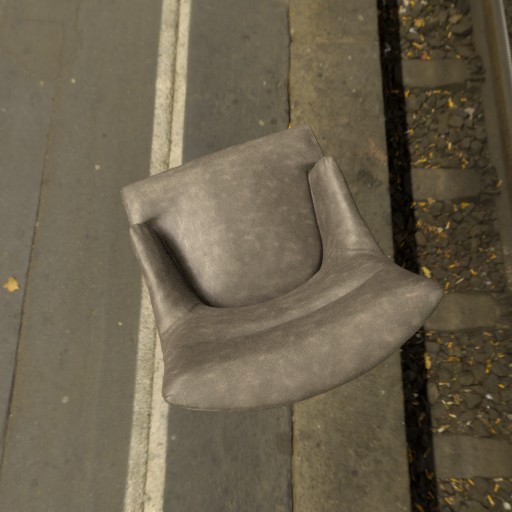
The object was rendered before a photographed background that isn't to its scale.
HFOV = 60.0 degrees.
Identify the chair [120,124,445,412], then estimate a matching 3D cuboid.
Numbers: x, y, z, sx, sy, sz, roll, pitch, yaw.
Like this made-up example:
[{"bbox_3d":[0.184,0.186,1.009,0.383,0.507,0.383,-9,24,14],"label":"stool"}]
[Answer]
[{"bbox_3d":[0.000,0.000,1.470,0.738,0.870,0.874,-20,77,-5],"label":"chair"}]
